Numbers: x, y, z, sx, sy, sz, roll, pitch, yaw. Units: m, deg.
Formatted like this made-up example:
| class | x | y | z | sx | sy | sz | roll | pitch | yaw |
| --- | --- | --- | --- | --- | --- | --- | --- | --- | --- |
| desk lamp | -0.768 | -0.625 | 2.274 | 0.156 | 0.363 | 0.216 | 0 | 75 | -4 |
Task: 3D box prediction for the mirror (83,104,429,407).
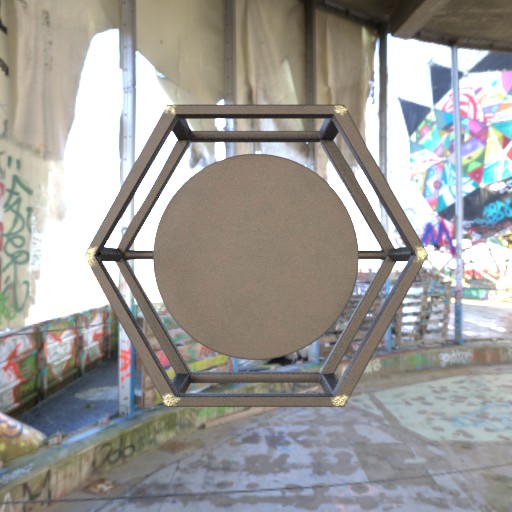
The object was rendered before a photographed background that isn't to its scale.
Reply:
| class | x | y | z | sx | sy | sz | roll | pitch | yaw |
| --- | --- | --- | --- | --- | --- | --- | --- | --- | --- |
| mirror | 0.000 | 0.000 | 0.547 | 0.380 | 0.334 | 0.119 | 0 | -1 | 0 |
